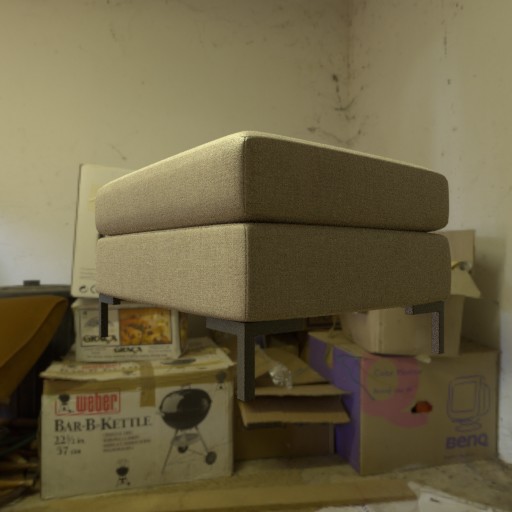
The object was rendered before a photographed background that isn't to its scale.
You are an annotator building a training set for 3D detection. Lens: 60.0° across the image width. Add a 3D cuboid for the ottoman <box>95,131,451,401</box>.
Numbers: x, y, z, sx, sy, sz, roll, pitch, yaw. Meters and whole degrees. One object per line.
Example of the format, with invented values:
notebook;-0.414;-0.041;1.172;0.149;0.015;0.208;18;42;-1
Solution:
ottoman;0.000;0.000;1.236;0.671;0.490;0.820;0;0;-37
